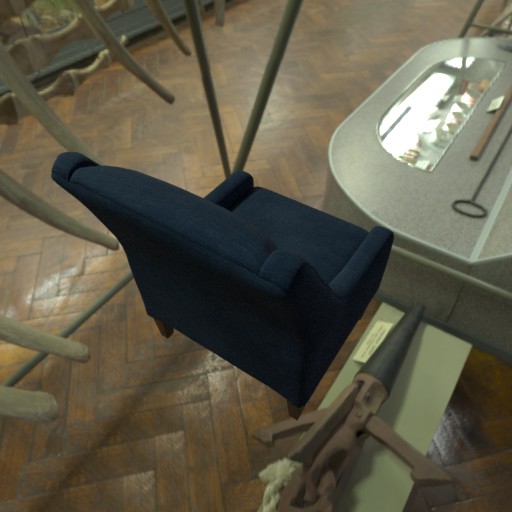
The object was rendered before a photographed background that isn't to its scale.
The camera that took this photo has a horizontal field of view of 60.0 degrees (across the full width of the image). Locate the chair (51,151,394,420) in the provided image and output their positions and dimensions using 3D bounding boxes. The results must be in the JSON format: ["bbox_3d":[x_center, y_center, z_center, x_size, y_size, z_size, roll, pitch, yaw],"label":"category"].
[{"bbox_3d":[0.000,0.000,1.614,0.774,1.014,0.870,26,51,23],"label":"chair"}]
